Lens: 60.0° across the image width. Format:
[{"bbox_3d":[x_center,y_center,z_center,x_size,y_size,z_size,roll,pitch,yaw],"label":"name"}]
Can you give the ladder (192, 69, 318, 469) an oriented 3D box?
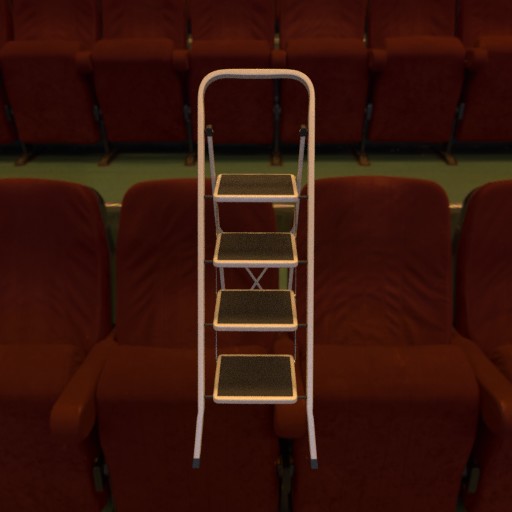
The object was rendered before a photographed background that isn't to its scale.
[{"bbox_3d":[0.000,0.000,1.694,0.460,1.265,0.914,0,30,0],"label":"ladder"}]
